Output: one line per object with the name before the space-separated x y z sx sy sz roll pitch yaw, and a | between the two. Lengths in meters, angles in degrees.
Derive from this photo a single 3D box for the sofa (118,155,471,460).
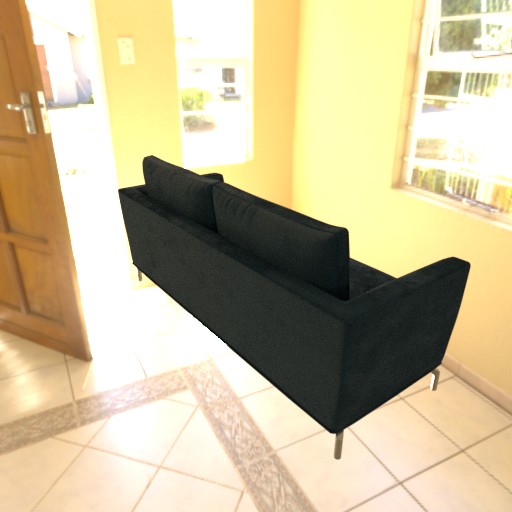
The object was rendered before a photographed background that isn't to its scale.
sofa | 0.000 0.000 2.710 0.853 0.998 2.212 -17 29 -33
